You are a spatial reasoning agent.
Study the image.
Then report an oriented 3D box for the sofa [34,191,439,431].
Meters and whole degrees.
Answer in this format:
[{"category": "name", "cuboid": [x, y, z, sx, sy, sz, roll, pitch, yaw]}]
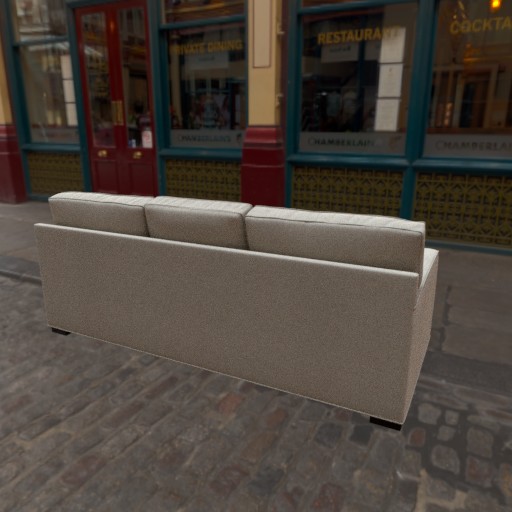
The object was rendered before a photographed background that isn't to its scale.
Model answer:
[{"category": "sofa", "cuboid": [0.000, 0.000, 2.761, 2.087, 0.861, 1.496, 8, 17, 26]}]
